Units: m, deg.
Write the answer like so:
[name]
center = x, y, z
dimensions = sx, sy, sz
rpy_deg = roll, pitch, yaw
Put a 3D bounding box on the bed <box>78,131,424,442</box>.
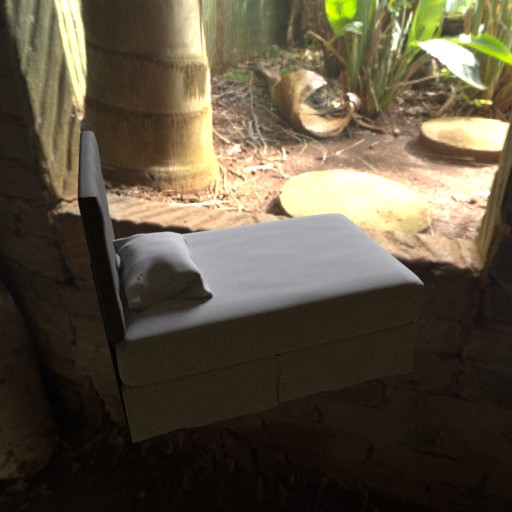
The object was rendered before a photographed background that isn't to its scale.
[bed]
center = 0.000, 0.000, 2.995
dimensions = 1.997, 1.571, 1.261
rpy_deg = -10, 32, -16
